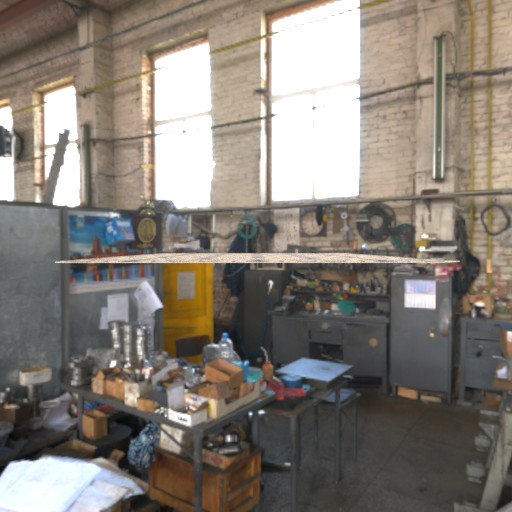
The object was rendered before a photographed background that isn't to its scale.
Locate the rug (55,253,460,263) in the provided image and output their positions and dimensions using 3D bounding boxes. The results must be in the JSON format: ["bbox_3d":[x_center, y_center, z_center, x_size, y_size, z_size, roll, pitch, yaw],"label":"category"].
[{"bbox_3d":[0.000,0.000,4.249,2.437,0.015,3.205,0,1,-1],"label":"rug"}]
